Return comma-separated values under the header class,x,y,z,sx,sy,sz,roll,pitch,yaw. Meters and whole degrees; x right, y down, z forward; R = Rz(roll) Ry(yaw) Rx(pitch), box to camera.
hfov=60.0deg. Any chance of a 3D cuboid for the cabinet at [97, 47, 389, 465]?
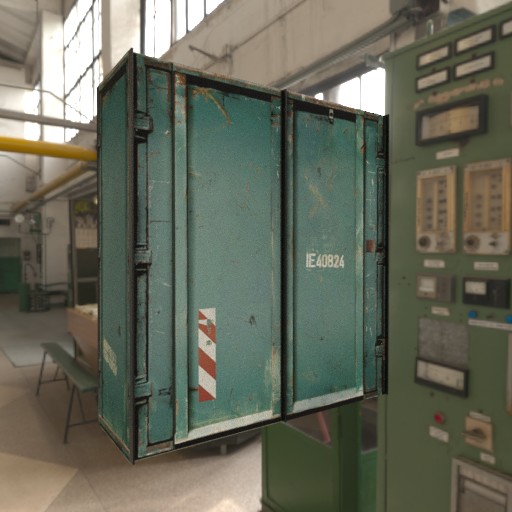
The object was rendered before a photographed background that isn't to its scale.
class,x,y,z,sx,sy,sz,roll,pitch,yaw
cabinet,0.000,0.000,3.124,2.000,2.160,0.680,-1,1,-34
